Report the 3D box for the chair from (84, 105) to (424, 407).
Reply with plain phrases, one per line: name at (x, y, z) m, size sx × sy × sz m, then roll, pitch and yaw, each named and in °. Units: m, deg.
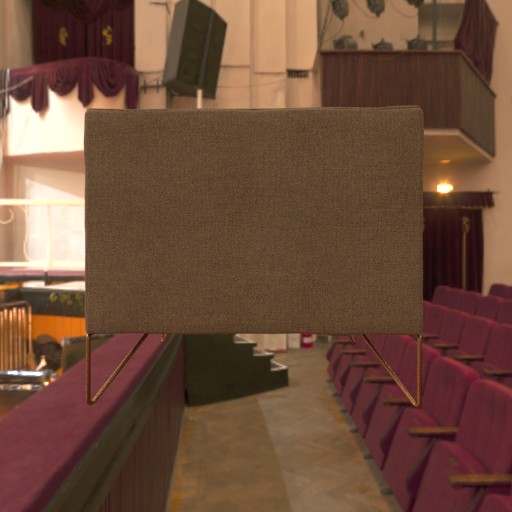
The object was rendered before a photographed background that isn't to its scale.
chair at (0.000, 0.000, 1.605) m, size 0.920 × 0.799 × 0.912 m, roll 0°, pitch 0°, yaw 1°
